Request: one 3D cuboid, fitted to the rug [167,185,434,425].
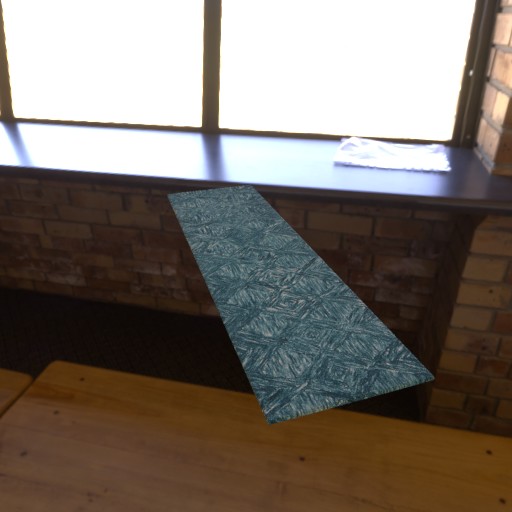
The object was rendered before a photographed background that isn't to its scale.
[{"bbox_3d":[0.000,0.000,2.548,0.676,0.016,2.286,-9,30,-16],"label":"rug"}]
